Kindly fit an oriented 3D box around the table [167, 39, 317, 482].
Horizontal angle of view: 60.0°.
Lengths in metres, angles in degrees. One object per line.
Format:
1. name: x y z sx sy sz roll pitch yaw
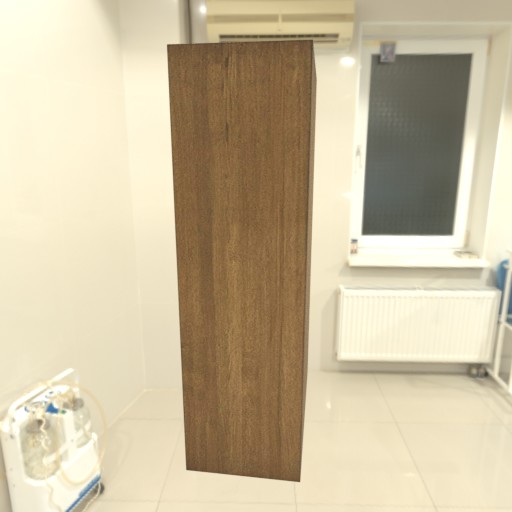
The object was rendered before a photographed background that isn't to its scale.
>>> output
1. table: 0.000 0.000 2.504 0.600 2.000 1.100 2 14 8
